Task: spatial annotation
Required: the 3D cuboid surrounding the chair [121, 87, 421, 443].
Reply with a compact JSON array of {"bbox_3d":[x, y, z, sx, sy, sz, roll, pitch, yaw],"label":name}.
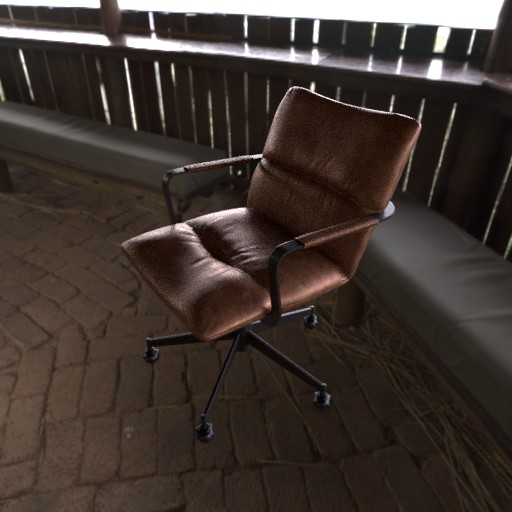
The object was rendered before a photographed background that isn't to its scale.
[{"bbox_3d":[0.000,0.000,1.484,0.754,0.922,0.727,-21,38,-29],"label":"chair"}]
